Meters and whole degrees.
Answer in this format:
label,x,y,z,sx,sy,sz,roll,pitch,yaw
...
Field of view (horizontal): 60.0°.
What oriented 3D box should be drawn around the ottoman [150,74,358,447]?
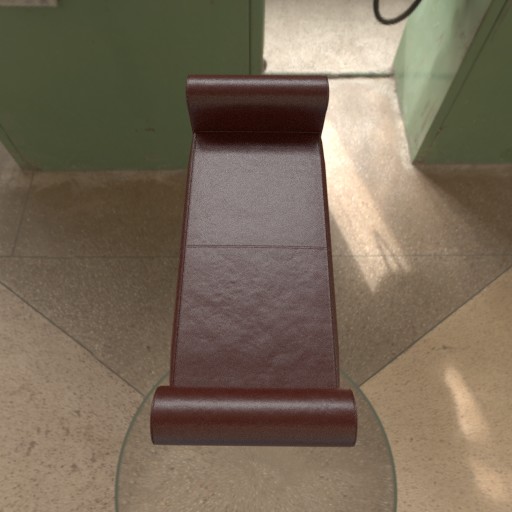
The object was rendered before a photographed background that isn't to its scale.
label,x,y,z,sx,sy,sz,roll,pitch,yaw
ottoman,0.000,0.000,1.565,0.521,0.547,1.256,0,64,0
